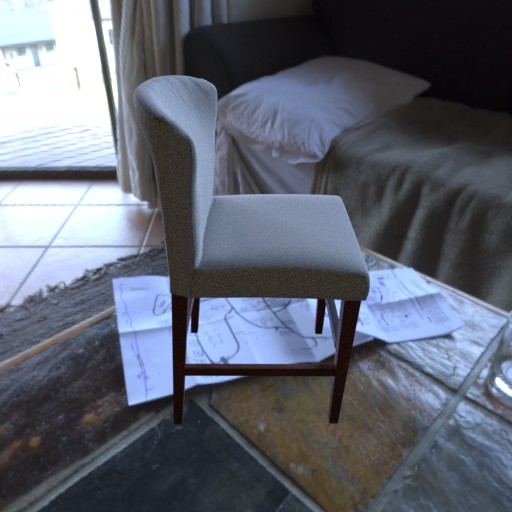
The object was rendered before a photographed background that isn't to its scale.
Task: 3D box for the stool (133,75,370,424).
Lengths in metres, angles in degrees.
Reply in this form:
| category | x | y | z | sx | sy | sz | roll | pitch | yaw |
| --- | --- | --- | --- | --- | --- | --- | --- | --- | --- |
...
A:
| category | x | y | z | sx | sy | sz | roll | pitch | yaw |
| --- | --- | --- | --- | --- | --- | --- | --- | --- | --- |
| stool | 0.000 | 0.000 | 1.308 | 0.568 | 0.968 | 0.479 | 0 | 33 | 0 |
